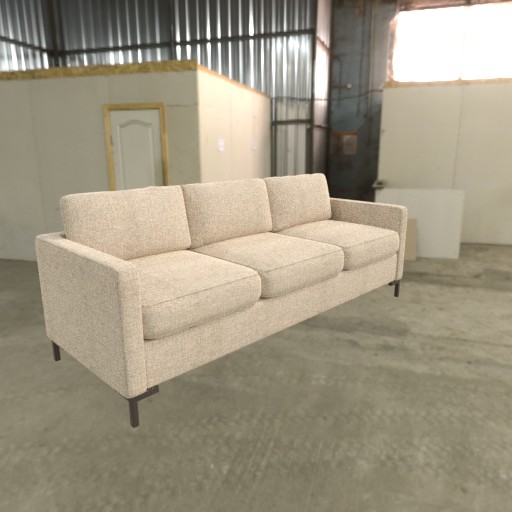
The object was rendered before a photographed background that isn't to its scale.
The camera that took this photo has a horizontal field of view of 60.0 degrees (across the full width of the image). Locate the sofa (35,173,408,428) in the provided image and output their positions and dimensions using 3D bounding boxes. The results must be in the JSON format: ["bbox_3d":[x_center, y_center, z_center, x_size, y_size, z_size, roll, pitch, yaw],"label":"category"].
[{"bbox_3d":[0.000,0.000,2.675,0.859,0.874,2.218,14,20,43],"label":"sofa"}]
